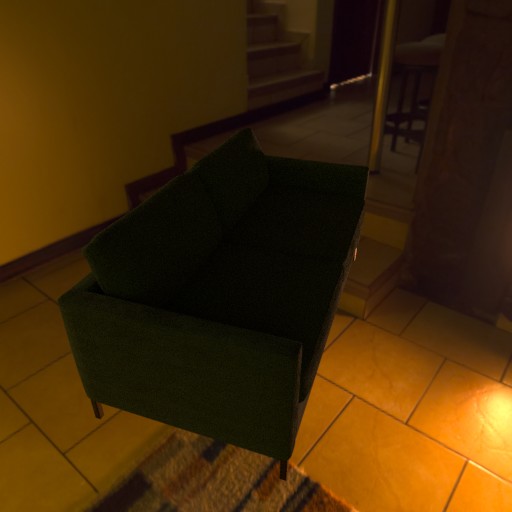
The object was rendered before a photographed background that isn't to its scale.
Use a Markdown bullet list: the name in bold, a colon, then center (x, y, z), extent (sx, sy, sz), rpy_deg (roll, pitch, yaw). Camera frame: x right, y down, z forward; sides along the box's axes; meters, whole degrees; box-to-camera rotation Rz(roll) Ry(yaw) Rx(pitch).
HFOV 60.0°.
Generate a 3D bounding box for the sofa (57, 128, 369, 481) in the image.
- **sofa**: center (0.000, 0.000, 2.150), extent (0.875, 0.817, 1.676), rpy_deg (11, 33, 17)
